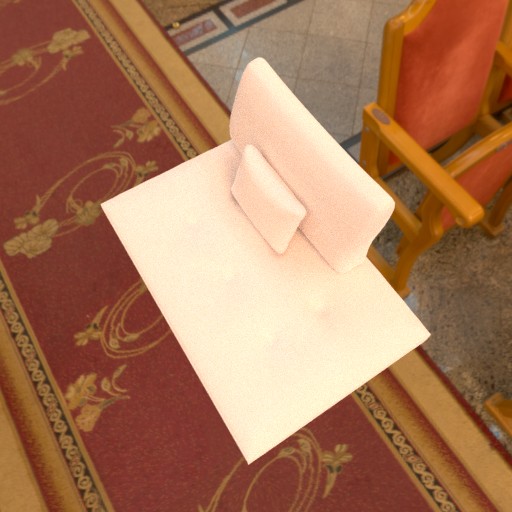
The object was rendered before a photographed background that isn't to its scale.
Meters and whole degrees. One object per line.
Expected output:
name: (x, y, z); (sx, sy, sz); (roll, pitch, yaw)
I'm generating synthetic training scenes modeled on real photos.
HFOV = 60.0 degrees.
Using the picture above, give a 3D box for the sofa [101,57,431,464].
sofa: (0.000, 0.000, 2.070); (1.000, 0.820, 1.450); (-30, 68, -14)
